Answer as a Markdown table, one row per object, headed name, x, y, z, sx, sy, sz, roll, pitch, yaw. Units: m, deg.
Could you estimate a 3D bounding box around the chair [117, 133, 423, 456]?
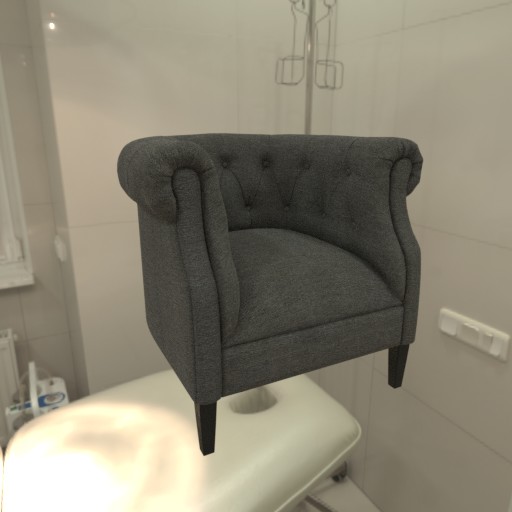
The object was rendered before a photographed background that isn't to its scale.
| name | x | y | z | sx | sy | sz | roll | pitch | yaw |
| --- | --- | --- | --- | --- | --- | --- | --- | --- | --- |
| chair | 0.000 | 0.000 | 1.571 | 0.905 | 0.827 | 0.852 | -9 | 19 | -26 |
